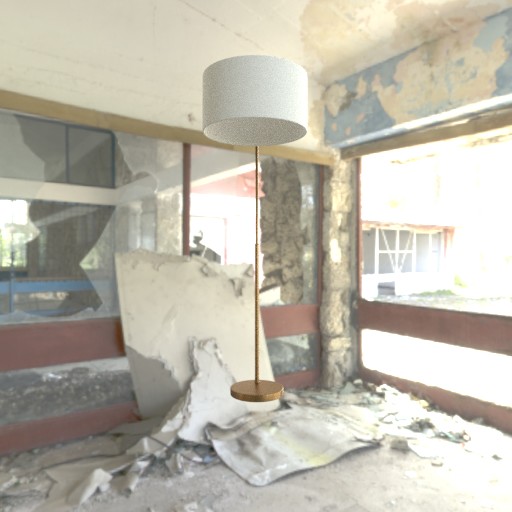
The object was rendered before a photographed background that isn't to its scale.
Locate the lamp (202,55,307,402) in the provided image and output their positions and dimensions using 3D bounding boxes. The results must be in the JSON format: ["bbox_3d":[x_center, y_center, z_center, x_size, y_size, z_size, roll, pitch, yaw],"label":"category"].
[{"bbox_3d":[0.000,0.000,2.571,0.493,1.927,1.434,0,0,1],"label":"lamp"}]
